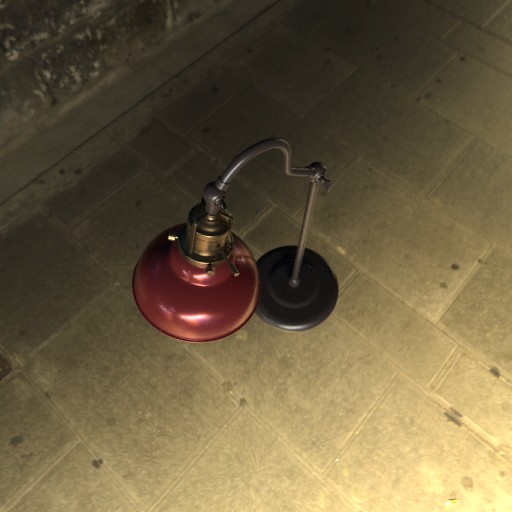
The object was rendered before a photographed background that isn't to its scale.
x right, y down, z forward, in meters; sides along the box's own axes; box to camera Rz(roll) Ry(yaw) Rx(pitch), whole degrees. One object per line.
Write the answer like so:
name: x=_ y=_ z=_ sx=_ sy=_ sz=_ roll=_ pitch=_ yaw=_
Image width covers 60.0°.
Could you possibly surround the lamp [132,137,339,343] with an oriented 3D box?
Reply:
lamp: x=0.000 y=0.000 z=0.677 sx=0.374 sy=0.508 sz=0.192 roll=-30 pitch=68 yaw=-14
